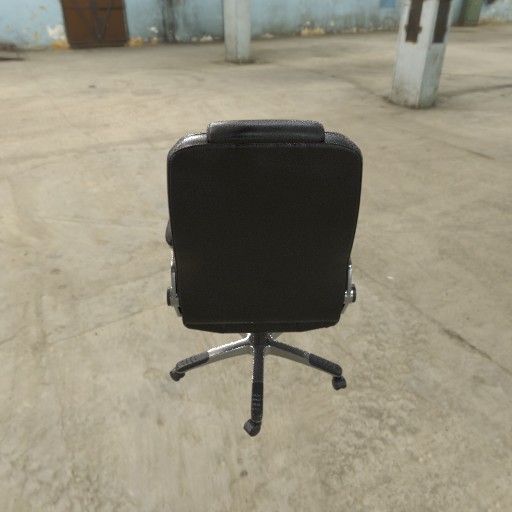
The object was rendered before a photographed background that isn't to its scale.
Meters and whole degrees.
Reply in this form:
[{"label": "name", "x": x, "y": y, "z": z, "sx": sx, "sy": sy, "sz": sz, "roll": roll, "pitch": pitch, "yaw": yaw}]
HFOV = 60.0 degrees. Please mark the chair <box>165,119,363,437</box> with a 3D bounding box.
[{"label": "chair", "x": 0.000, "y": 0.000, "z": 1.571, "sx": 0.697, "sy": 1.075, "sz": 0.689, "roll": -1, "pitch": 30, "yaw": -1}]
